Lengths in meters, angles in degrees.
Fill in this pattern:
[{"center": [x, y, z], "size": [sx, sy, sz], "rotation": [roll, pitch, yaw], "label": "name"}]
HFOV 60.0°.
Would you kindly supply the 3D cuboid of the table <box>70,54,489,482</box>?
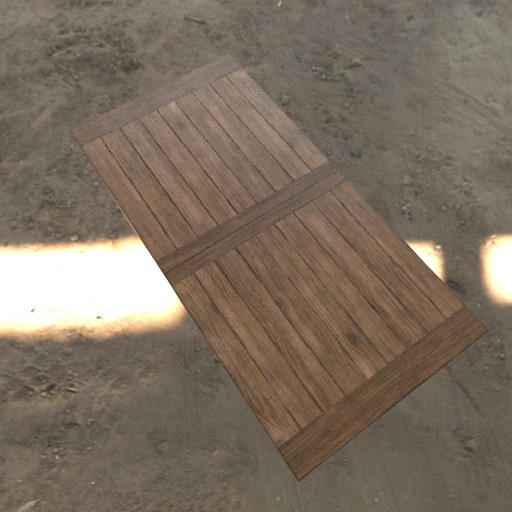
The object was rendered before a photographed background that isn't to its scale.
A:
[{"center": [0.000, 0.000, 2.295], "size": [0.931, 0.757, 1.867], "rotation": [-32, 68, -14], "label": "table"}]
